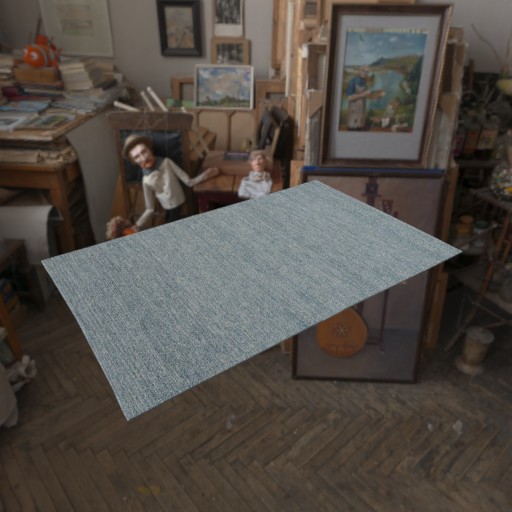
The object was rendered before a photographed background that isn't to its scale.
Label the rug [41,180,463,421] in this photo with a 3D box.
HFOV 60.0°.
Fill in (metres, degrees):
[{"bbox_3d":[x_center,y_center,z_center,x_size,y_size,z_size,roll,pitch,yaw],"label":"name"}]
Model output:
[{"bbox_3d":[0.000,0.000,2.297,1.853,0.022,1.174,-20,38,-29],"label":"rug"}]
